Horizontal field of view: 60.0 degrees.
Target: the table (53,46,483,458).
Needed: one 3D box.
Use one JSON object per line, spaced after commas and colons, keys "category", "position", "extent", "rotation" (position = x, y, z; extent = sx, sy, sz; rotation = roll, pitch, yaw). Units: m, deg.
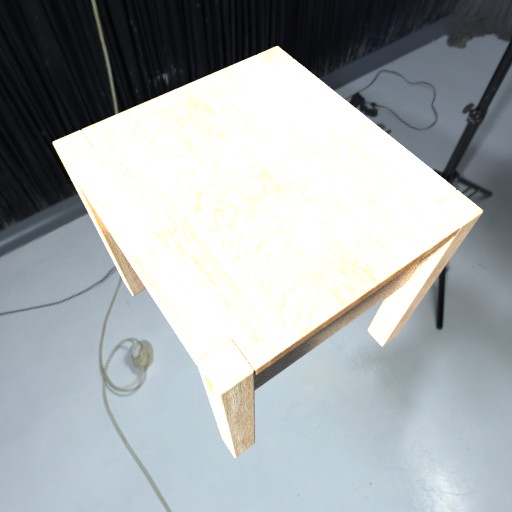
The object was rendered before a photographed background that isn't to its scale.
{"category": "table", "position": [0.000, 0.000, 0.844], "extent": [0.440, 0.450, 0.480], "rotation": [-31, 63, -18]}
